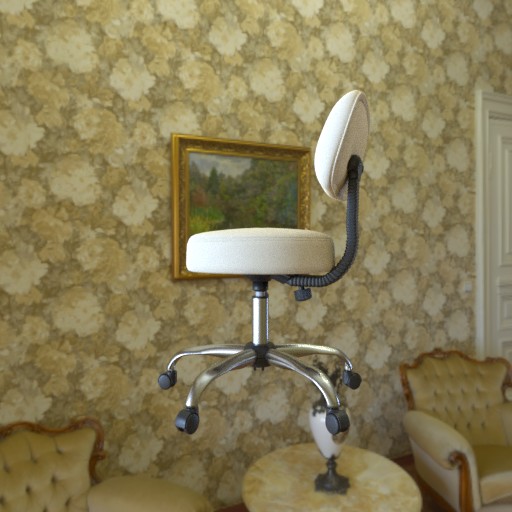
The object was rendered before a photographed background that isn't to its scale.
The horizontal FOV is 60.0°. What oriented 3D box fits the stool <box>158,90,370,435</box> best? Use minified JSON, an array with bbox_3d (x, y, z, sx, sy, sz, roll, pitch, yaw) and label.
[{"bbox_3d":[0.000,0.000,1.258,0.616,0.810,0.609,0,1,18],"label":"stool"}]
